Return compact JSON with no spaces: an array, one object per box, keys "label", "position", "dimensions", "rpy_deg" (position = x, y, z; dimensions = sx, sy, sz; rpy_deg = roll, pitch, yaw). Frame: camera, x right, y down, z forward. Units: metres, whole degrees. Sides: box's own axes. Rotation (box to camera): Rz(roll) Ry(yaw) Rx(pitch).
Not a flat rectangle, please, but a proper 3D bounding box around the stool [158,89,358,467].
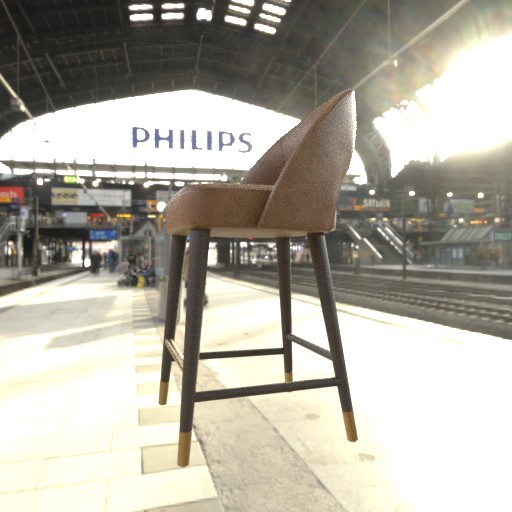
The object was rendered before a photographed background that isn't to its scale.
[{"label":"stool","position":[0.000,0.000,1.271],"dimensions":[0.509,0.940,0.494],"rpy_deg":[0,0,-18]}]
